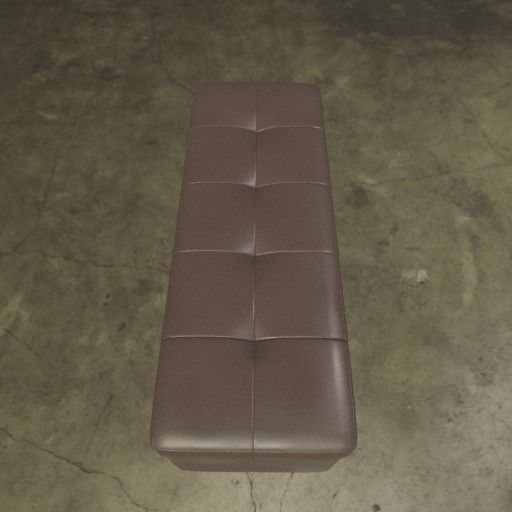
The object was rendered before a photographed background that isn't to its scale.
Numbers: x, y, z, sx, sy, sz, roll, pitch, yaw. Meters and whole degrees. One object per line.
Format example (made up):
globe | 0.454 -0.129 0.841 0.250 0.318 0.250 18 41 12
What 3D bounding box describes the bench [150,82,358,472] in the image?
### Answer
bench | 0.000 0.000 1.399 0.450 0.417 1.219 0 57 0
